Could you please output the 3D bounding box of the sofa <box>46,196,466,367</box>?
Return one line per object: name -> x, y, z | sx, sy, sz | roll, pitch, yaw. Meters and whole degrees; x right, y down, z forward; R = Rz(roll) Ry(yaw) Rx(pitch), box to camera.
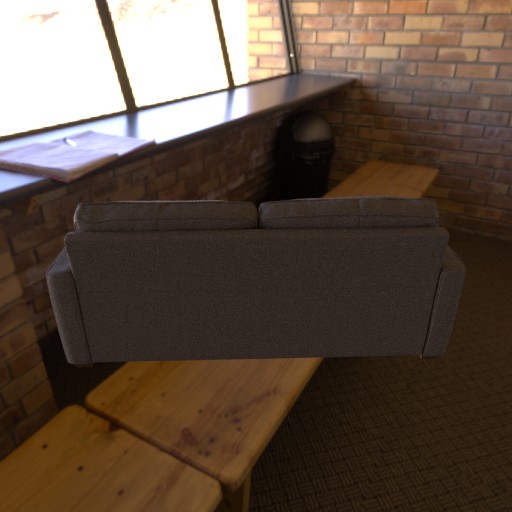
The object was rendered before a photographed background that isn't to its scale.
sofa -> 0.000, 0.000, 2.597 | 2.080, 0.919, 0.940 | -1, 28, -2
